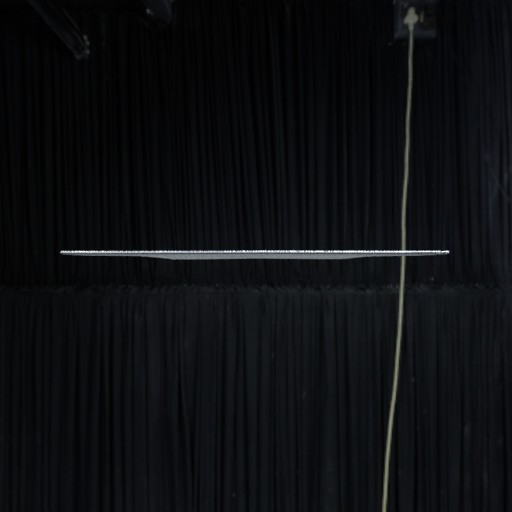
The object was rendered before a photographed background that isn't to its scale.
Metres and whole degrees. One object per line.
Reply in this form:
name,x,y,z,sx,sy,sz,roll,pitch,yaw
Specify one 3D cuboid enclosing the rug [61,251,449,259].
rug,0.000,0.000,2.184,1.149,0.021,1.773,0,-1,1
